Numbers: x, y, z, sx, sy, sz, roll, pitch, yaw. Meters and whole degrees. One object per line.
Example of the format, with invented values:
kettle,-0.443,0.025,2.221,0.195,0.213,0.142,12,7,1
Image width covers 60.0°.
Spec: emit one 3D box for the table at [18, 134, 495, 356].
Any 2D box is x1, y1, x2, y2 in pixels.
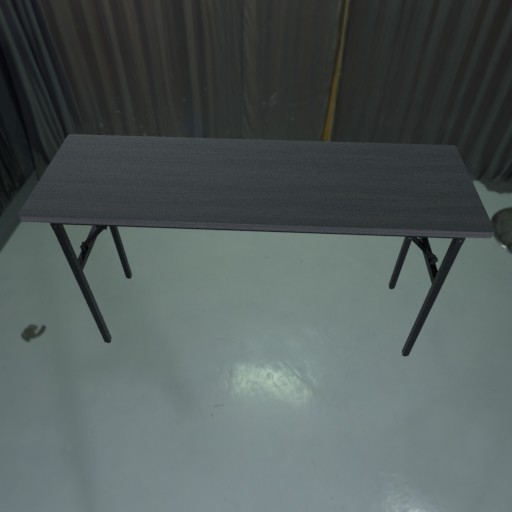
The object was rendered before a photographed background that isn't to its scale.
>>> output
table,0.000,0.000,1.720,1.399,0.750,0.449,2,47,2
